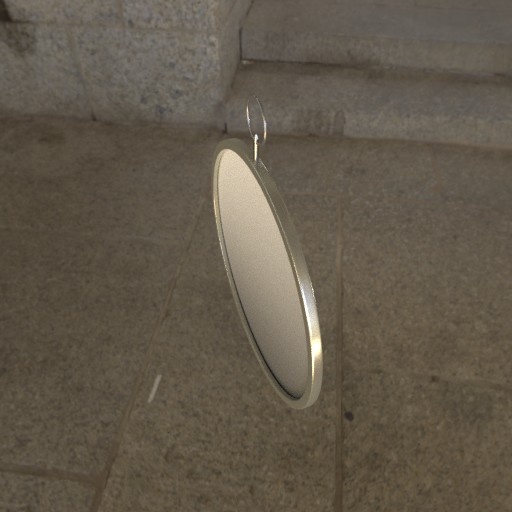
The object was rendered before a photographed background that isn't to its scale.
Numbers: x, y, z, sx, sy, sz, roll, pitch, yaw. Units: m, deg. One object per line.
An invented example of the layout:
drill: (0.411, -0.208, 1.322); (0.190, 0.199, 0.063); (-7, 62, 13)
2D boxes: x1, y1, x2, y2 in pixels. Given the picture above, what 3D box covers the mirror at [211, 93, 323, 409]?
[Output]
mirror: (0.000, 0.000, 0.943); (0.020, 0.713, 0.594); (-16, 48, -15)
